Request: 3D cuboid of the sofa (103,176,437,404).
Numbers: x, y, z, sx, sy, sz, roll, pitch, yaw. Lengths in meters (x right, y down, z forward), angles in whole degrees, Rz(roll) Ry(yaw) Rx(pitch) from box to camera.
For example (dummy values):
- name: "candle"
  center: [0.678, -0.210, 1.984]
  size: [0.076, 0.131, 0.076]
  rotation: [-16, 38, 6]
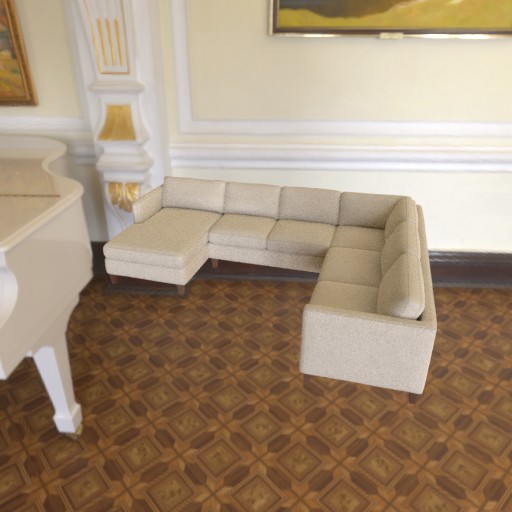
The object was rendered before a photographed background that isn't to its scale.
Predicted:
- name: "sofa"
  center: [0.000, 0.000, 4.500]
  size: [3.238, 0.853, 2.551]
  rotation: [7, 27, 15]
